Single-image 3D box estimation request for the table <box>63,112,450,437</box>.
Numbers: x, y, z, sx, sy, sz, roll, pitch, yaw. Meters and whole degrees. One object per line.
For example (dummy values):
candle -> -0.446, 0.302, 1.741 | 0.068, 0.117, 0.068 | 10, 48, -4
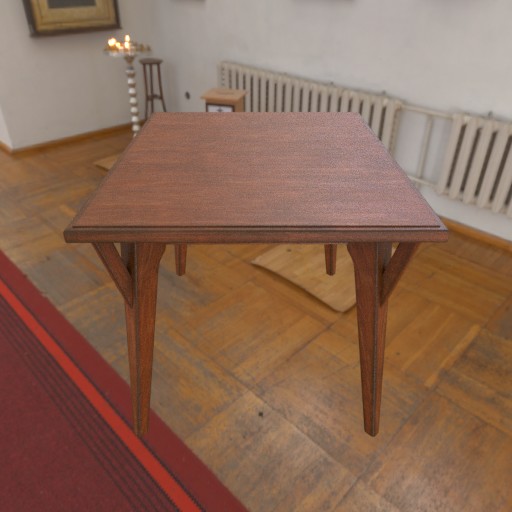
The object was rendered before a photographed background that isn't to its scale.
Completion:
table -> 0.000, 0.000, 1.576 | 0.838, 0.761, 0.991 | 0, 32, 0
